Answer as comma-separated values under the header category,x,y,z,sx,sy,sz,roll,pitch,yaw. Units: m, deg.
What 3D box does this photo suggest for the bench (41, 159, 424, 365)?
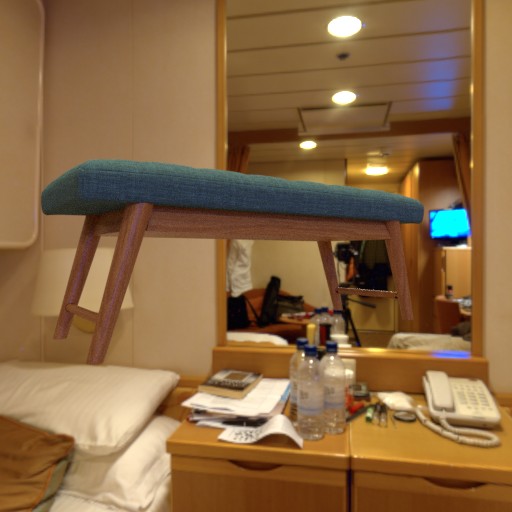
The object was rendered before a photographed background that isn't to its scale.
category,x,y,z,sx,sy,sz,roll,pitch,yaw
bench,0.000,0.000,1.336,1.118,0.432,0.406,0,0,-35
